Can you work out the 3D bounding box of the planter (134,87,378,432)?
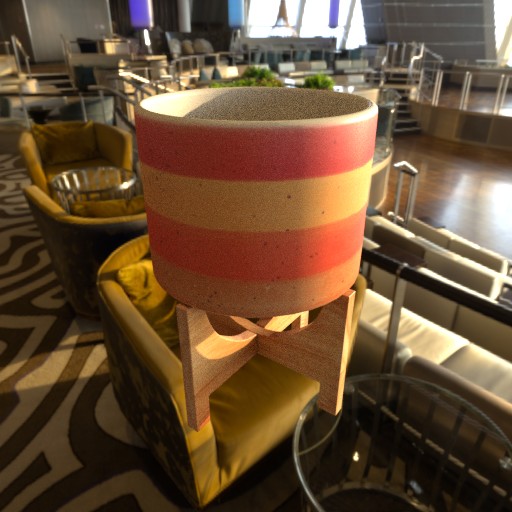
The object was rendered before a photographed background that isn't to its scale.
[{"bbox_3d":[0.000,0.000,0.565,0.269,0.379,0.269,0,27,0],"label":"planter"}]
